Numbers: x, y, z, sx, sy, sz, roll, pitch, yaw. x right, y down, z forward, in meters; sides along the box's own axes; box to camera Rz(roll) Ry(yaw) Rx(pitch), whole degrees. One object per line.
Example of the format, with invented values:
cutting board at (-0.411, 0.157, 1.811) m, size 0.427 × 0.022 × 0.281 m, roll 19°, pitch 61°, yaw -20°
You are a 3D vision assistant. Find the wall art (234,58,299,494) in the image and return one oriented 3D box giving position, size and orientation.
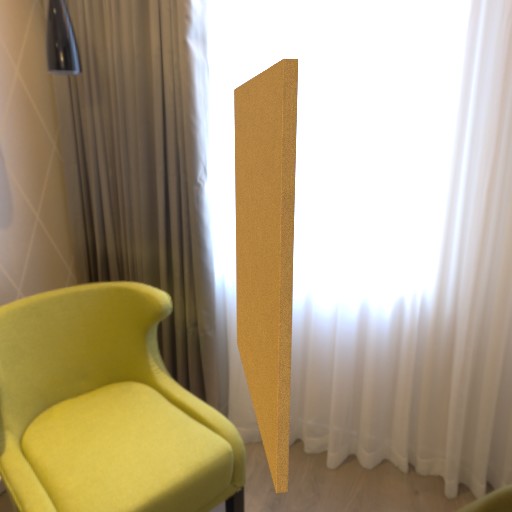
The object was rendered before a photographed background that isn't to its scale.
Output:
wall art at (0.000, 0.000, 1.343) m, size 0.030 × 1.002 × 0.798 m, roll -3°, pitch 17°, yaw -9°
